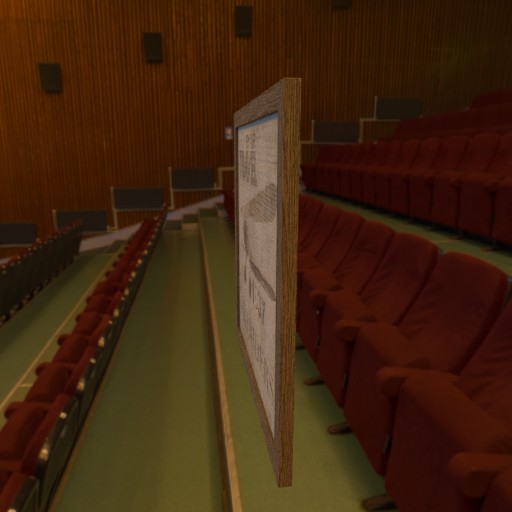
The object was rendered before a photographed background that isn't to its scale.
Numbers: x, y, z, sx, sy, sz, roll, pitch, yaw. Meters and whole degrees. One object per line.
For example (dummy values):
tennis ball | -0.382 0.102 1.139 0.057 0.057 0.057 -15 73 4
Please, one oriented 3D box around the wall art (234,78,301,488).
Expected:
wall art | 0.000 0.000 0.771 0.019 0.508 0.508 -2 14 -9
